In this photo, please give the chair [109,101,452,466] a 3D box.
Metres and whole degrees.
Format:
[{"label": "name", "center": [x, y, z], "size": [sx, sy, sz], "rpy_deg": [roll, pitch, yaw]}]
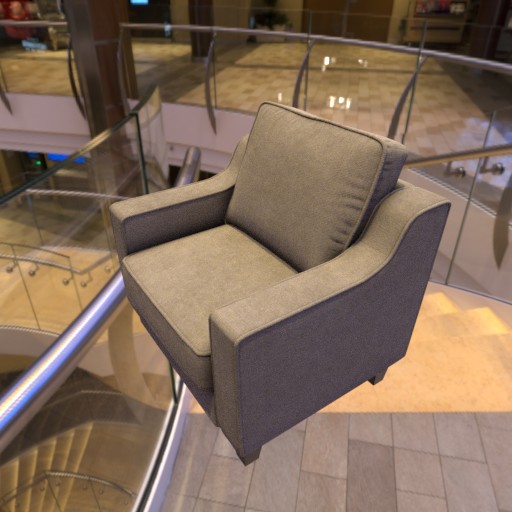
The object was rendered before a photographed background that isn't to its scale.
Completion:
[{"label": "chair", "center": [0.000, 0.000, 1.634], "size": [0.840, 0.944, 0.926], "rpy_deg": [-20, 37, -29]}]
